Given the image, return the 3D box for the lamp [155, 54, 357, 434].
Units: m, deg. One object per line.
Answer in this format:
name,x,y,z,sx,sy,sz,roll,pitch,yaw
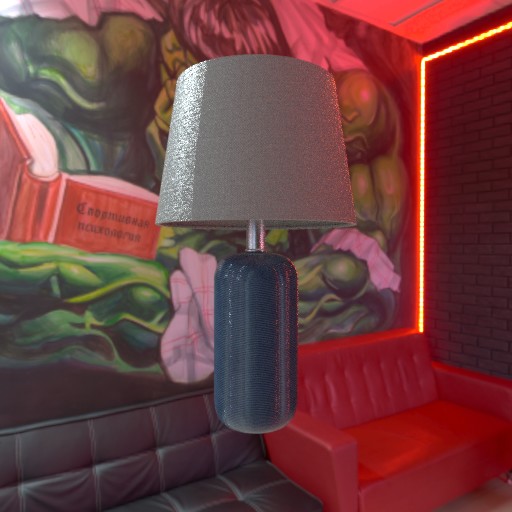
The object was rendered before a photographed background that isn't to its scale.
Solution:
lamp,0.000,0.000,0.570,0.253,0.428,0.253,0,1,0
